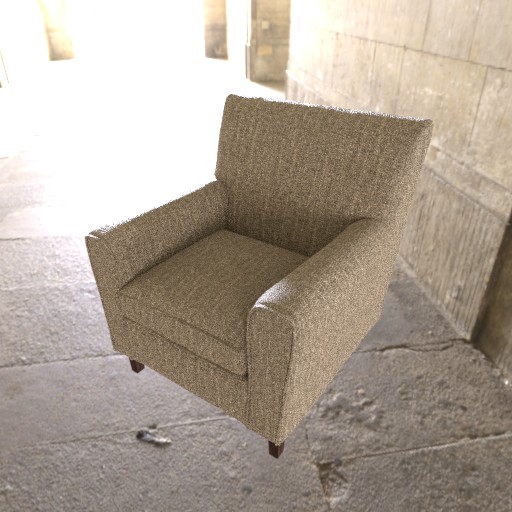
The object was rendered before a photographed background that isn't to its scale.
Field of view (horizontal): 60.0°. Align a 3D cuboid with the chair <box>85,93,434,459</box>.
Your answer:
[{"bbox_3d":[0.000,0.000,1.614,0.864,0.928,0.873,19,35,30],"label":"chair"}]
